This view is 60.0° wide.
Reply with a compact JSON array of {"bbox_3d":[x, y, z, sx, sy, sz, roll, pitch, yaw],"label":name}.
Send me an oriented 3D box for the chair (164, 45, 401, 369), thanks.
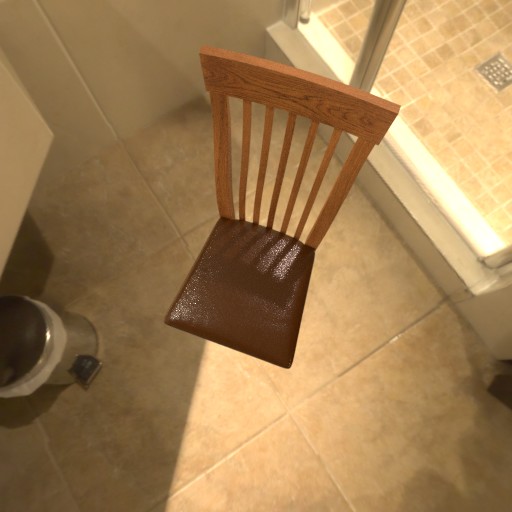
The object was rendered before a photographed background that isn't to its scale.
[{"bbox_3d":[0.000,0.000,1.389,0.450,1.050,0.580,19,75,5],"label":"chair"}]
